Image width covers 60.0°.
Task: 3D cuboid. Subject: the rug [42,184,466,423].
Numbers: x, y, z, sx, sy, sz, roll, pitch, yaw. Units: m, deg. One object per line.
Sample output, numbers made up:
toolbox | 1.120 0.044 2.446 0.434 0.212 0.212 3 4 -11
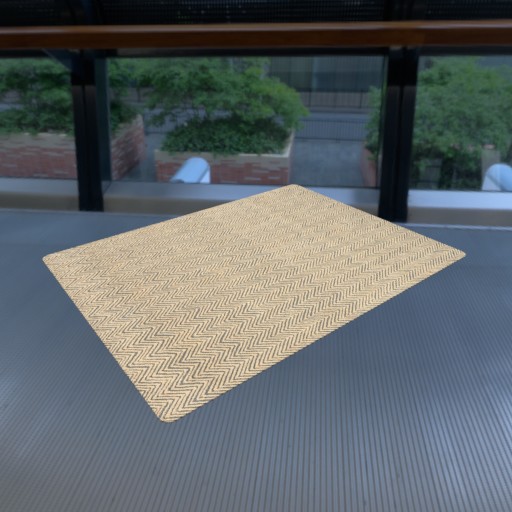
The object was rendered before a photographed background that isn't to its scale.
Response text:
rug | 0.000 0.000 4.171 3.207 0.014 2.439 -21 35 -33
